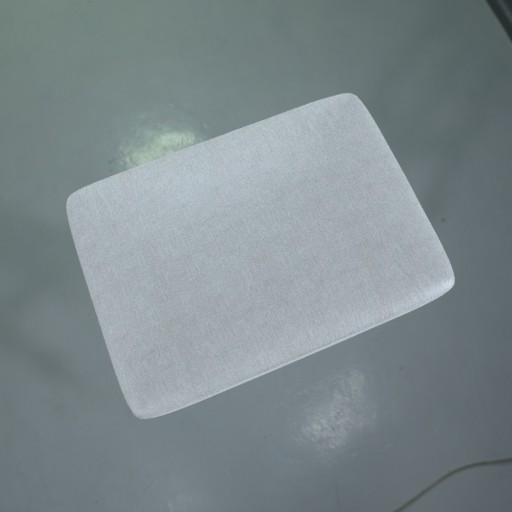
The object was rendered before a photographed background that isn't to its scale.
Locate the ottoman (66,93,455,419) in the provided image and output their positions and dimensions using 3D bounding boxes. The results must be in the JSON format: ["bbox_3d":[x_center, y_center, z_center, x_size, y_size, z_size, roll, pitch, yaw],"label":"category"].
[{"bbox_3d":[0.000,0.000,1.079,0.735,0.404,0.528,-22,76,-6],"label":"ottoman"}]
